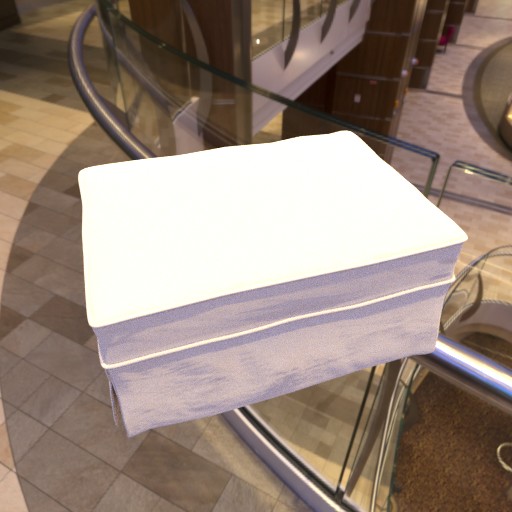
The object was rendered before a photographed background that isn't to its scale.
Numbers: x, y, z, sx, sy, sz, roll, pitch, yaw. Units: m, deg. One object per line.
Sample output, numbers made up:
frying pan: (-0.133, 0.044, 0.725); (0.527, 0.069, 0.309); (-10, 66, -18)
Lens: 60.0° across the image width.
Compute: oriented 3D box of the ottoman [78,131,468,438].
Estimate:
ottoman: (0.000, 0.000, 1.321); (0.944, 0.479, 0.703); (-12, 42, -14)
